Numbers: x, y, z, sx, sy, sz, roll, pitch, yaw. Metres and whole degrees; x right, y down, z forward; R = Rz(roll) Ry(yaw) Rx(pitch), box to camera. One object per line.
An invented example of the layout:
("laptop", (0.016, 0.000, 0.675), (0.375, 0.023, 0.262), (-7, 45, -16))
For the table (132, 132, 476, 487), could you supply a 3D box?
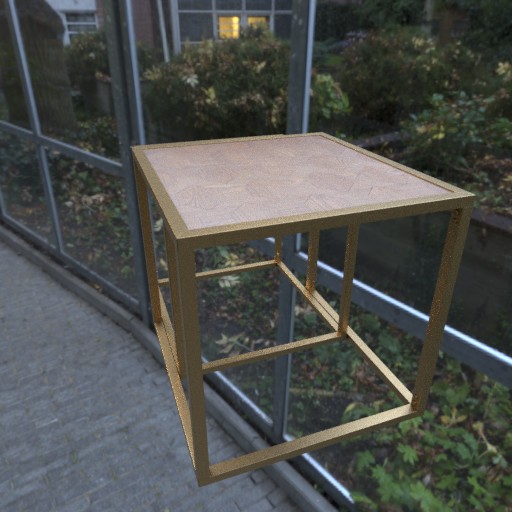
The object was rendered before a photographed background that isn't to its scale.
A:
("table", (0.000, 0.000, 1.094), (0.505, 0.505, 0.762), (-10, 29, -18))
